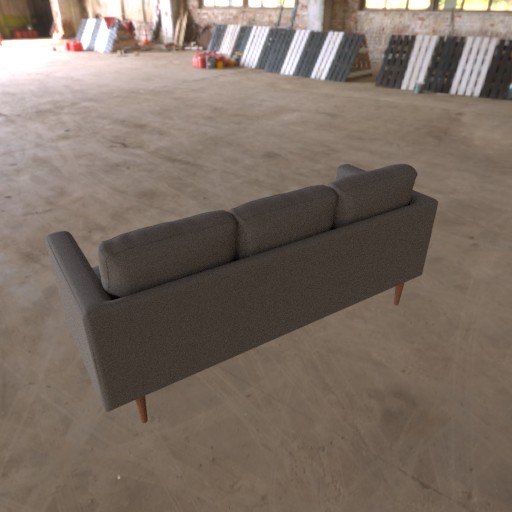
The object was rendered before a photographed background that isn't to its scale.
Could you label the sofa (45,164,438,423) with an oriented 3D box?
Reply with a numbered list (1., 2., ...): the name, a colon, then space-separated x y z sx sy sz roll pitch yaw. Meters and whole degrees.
1. sofa: 0.000 0.000 2.514 2.029 0.912 0.802 -18 35 -28
